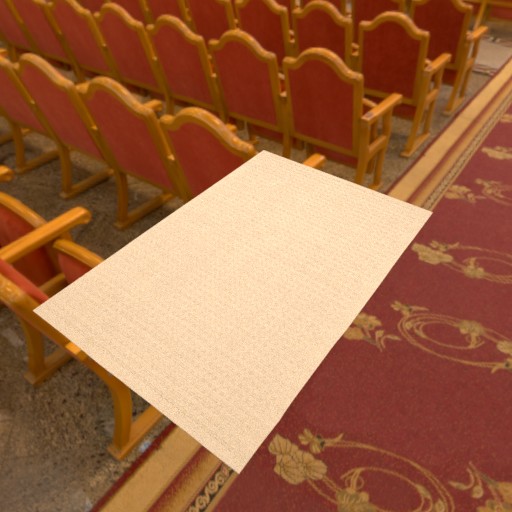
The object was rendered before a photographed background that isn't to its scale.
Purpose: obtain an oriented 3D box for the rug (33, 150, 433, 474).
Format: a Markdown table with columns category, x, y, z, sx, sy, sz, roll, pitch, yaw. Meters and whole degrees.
| category | x | y | z | sx | sy | sz | roll | pitch | yaw |
| --- | --- | --- | --- | --- | --- | --- | --- | --- | --- |
| rug | 0.000 | 0.000 | 2.898 | 1.523 | 0.006 | 2.289 | 27 | 49 | 26 |
